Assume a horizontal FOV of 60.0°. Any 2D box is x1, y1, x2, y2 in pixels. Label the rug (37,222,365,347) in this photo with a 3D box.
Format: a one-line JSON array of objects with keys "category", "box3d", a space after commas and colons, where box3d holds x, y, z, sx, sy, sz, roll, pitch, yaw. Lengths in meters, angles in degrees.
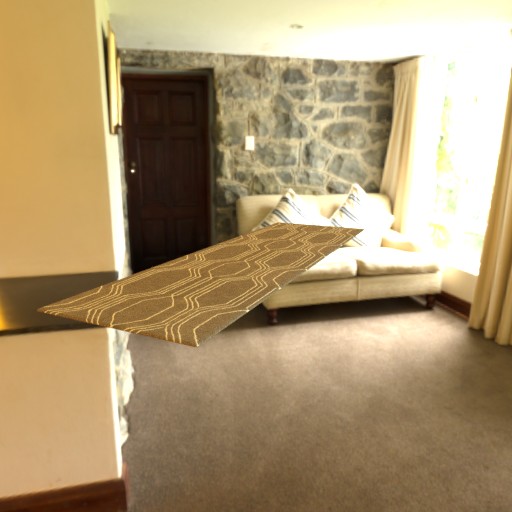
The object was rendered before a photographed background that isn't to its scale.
[{"category": "rug", "box3d": [0.000, 0.000, 2.703, 0.773, 0.012, 2.464, 7, 15, 25]}]
